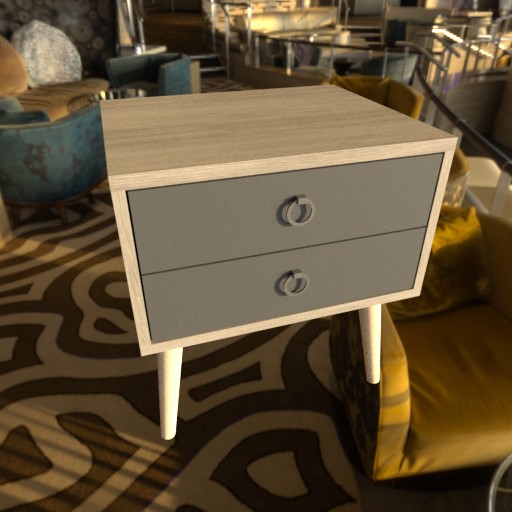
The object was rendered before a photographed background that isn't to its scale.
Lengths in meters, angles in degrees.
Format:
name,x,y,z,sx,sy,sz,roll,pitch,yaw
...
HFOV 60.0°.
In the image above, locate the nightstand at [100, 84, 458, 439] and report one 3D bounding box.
name,x,y,z,sx,sy,sz,roll,pitch,yaw
nightstand,0.000,0.000,0.810,0.450,0.500,0.380,-10,33,-15
